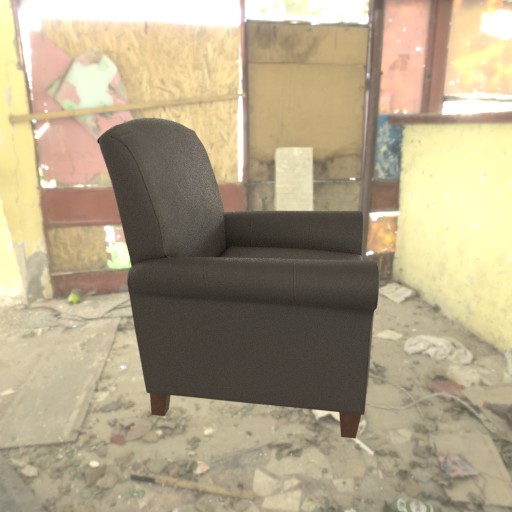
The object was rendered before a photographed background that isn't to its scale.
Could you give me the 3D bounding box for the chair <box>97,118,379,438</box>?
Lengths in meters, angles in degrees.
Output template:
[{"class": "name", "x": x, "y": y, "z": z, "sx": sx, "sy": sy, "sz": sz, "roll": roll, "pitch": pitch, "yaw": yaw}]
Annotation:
[{"class": "chair", "x": 0.000, "y": 0.000, "z": 1.780, "sx": 0.902, "sy": 1.061, "sz": 0.978, "roll": 3, "pitch": 16, "yaw": 10}]
